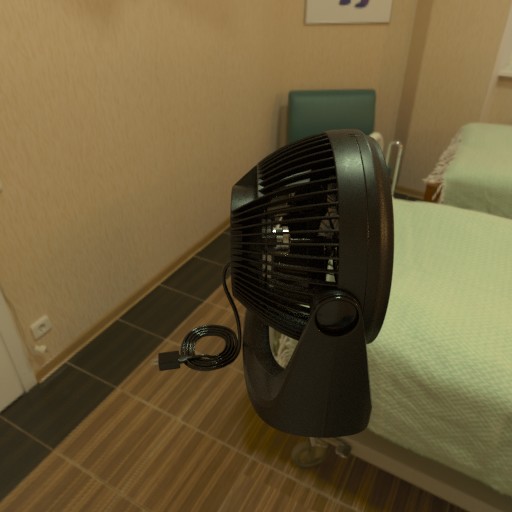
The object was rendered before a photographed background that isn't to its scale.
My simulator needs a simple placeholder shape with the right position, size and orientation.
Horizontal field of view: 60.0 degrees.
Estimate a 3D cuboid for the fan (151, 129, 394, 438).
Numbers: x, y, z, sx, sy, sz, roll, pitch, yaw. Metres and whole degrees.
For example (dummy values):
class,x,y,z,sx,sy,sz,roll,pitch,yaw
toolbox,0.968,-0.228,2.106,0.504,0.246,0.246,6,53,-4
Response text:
class,x,y,z,sx,sy,sz,roll,pitch,yaw
fan,0.000,0.000,0.500,0.256,0.277,0.273,0,34,0
